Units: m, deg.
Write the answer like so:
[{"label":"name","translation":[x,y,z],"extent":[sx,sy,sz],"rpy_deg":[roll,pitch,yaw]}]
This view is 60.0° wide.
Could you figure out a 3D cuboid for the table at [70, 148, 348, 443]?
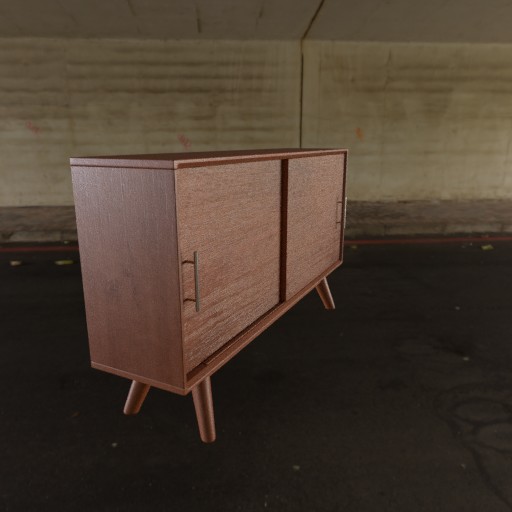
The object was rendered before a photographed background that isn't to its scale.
[{"label":"table","translation":[0.000,0.000,1.518],"extent":[0.308,0.698,1.220],"rpy_deg":[7,16,26]}]
